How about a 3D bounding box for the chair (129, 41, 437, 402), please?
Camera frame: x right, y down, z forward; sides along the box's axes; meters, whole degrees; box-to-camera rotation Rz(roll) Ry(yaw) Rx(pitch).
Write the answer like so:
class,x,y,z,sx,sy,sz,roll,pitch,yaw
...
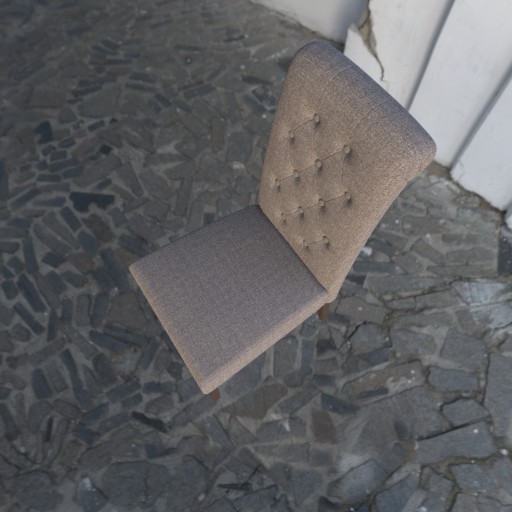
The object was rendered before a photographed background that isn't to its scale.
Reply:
class,x,y,z,sx,sy,sz,roll,pitch,yaw
chair,0.000,0.000,1.329,0.671,1.006,0.456,-31,67,-15
